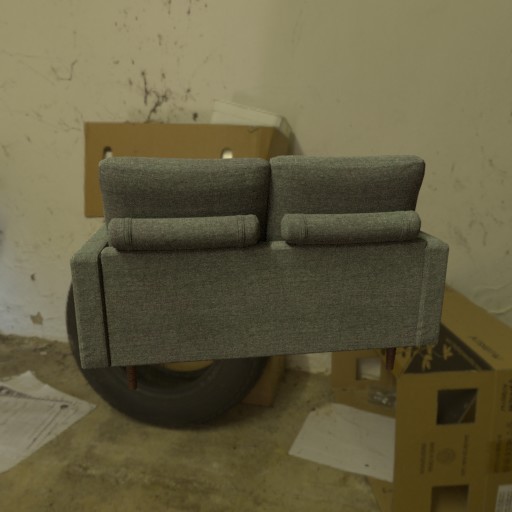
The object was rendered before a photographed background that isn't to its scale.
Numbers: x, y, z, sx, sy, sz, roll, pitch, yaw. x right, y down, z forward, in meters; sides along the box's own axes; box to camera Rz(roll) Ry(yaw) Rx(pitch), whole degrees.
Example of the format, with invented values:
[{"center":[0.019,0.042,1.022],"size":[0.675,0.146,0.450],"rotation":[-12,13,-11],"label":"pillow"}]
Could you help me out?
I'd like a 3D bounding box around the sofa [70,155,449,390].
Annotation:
[{"center":[0.000,0.000,2.004],"size":[1.407,0.907,0.842],"rotation":[-2,15,-8],"label":"sofa"}]
